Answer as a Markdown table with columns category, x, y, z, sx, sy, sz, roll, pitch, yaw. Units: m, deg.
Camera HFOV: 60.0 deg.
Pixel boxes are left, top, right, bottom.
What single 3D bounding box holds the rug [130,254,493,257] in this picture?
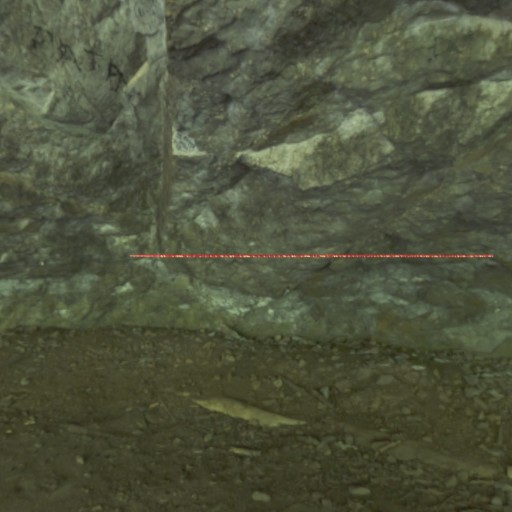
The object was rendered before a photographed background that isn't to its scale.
| category | x | y | z | sx | sy | sz | roll | pitch | yaw |
| --- | --- | --- | --- | --- | --- | --- | --- | --- | --- |
| rug | 0.000 | 0.000 | 2.976 | 1.531 | 0.010 | 2.442 | 0 | 0 | -18 |
